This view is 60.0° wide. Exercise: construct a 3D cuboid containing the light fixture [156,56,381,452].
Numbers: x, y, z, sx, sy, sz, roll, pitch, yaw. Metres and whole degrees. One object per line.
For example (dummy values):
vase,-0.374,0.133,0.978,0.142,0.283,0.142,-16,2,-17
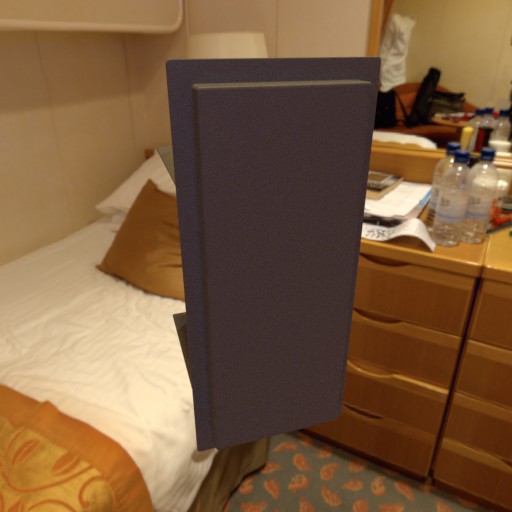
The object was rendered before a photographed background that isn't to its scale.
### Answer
light fixture,0.000,0.000,0.420,0.153,0.347,0.146,-8,27,-16
